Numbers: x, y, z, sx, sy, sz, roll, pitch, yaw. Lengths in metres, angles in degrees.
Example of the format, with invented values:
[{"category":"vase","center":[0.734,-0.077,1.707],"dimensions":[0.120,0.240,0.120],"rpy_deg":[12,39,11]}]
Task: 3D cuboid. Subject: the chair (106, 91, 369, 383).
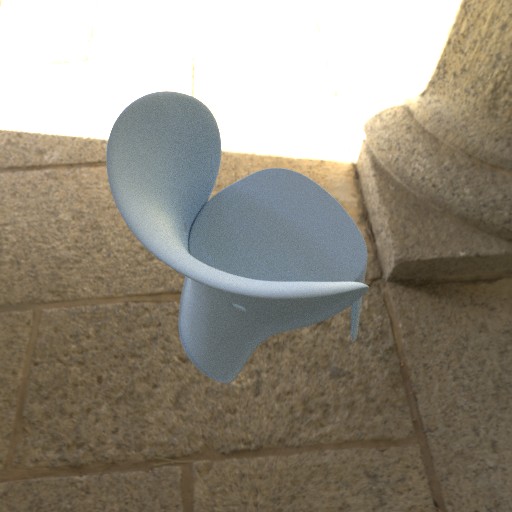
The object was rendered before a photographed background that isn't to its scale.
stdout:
[{"category":"chair","center":[0.000,0.000,0.856],"dimensions":[0.402,0.554,0.451],"rpy_deg":[-30,64,-17]}]
